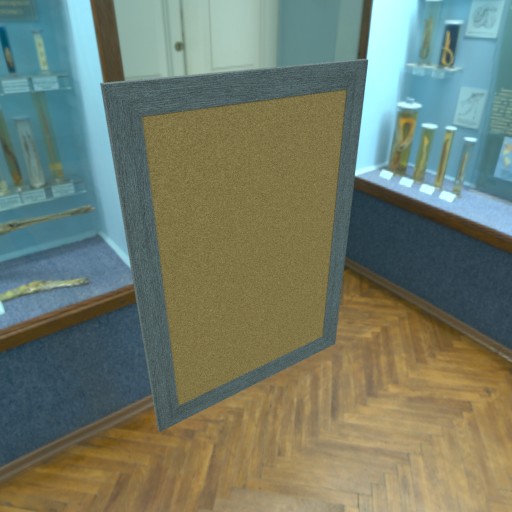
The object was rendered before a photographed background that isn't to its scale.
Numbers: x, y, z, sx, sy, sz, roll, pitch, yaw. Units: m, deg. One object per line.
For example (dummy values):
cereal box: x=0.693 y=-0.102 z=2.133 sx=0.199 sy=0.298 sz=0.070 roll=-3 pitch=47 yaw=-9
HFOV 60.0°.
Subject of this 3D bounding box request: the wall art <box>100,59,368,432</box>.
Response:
wall art: x=0.000 y=0.000 z=1.369 sx=0.768 sy=1.070 sz=0.020 roll=-19 pitch=35 yaw=-29
